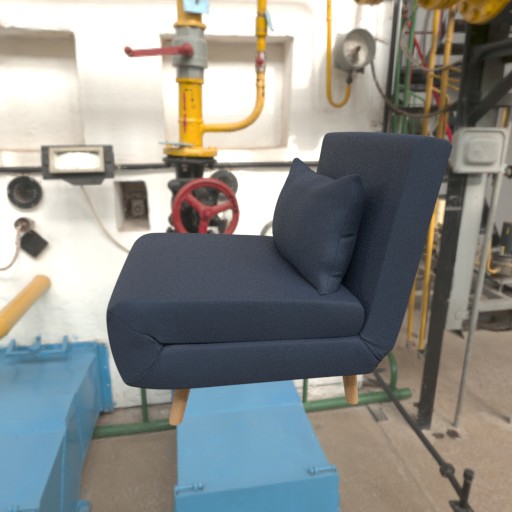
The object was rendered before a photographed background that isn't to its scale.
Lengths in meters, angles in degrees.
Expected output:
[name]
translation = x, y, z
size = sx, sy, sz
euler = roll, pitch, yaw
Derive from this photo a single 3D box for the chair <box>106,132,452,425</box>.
[chair]
translation = 0.000, 0.000, 1.499
size = 0.900, 0.808, 0.770
euler = -3, 16, -9
